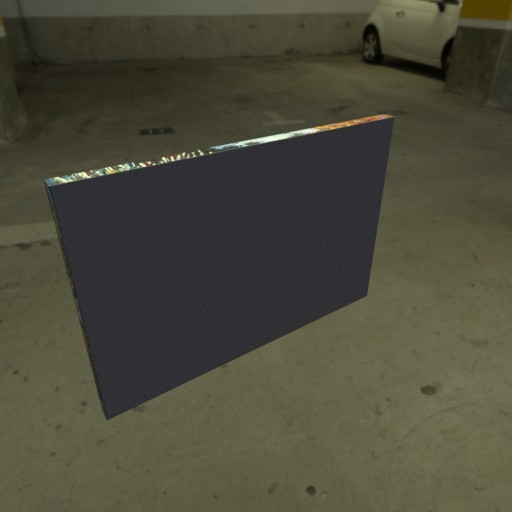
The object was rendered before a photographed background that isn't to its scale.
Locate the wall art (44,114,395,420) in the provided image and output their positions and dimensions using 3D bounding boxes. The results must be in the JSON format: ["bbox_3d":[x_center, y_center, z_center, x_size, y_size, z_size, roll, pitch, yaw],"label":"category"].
[{"bbox_3d":[0.000,0.000,1.162,0.908,0.604,0.037,-19,35,-30],"label":"wall art"}]
